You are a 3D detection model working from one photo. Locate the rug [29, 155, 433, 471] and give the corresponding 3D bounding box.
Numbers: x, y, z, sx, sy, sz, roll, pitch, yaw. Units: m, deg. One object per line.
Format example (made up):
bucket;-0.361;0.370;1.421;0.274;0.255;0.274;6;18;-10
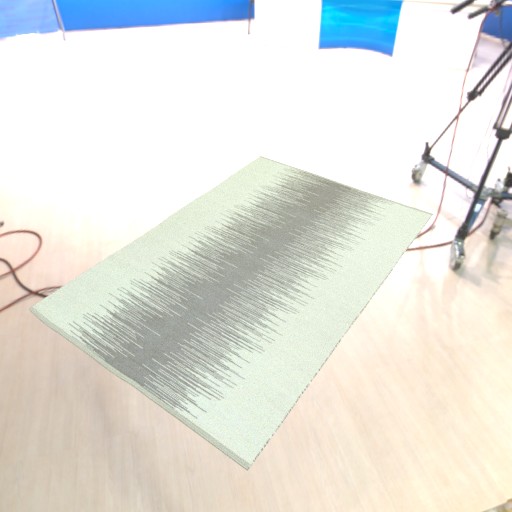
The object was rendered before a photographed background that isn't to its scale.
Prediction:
rug;0.000;0.000;2.274;1.226;0.007;1.815;25;46;27
